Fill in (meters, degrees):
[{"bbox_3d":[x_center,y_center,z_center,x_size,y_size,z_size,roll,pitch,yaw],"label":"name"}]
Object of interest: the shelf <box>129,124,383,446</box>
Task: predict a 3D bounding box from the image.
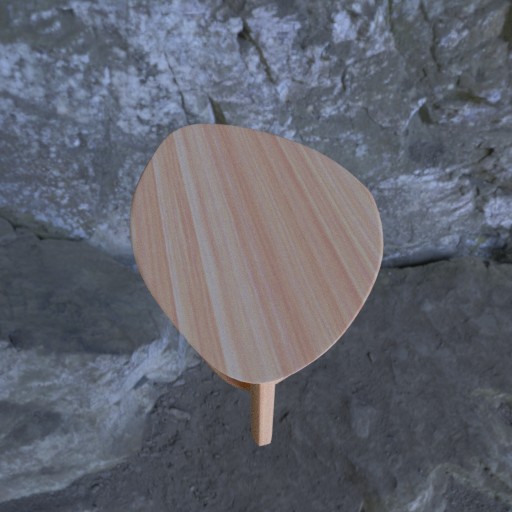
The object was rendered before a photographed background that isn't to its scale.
[{"bbox_3d":[0.000,0.000,1.669,0.845,0.440,1.246,-10,47,-10],"label":"shelf"}]
